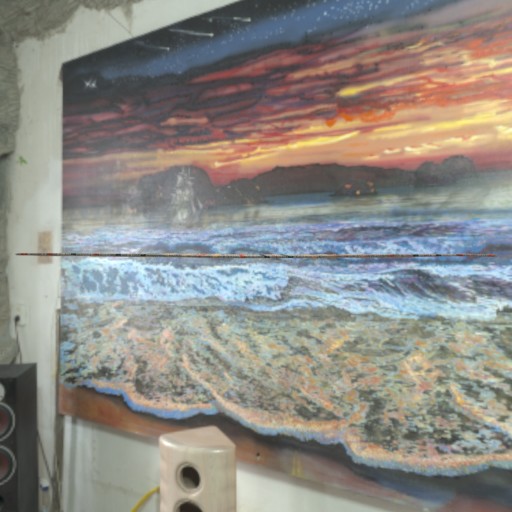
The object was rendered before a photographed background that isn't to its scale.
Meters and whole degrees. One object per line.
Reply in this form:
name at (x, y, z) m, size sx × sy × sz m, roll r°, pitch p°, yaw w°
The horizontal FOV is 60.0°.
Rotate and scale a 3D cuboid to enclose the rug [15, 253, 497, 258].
rug at (0.000, 0.000, 2.997) m, size 2.439 × 0.029 × 1.537 m, roll 0°, pitch 0°, yaw -2°
